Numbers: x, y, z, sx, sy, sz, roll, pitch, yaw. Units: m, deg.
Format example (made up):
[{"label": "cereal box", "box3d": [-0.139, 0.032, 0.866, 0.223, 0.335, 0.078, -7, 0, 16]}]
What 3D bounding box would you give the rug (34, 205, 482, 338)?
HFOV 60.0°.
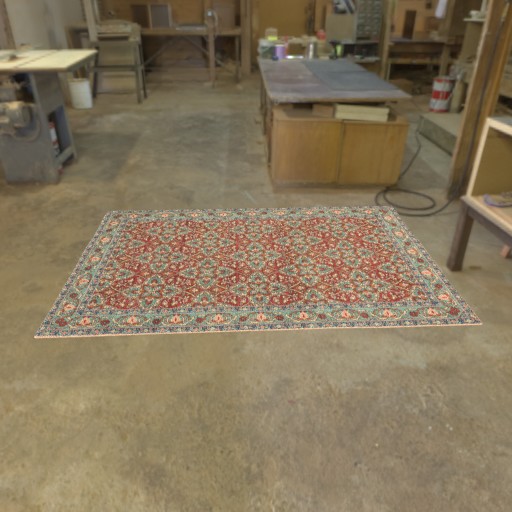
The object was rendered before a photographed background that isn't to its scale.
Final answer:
[{"label": "rug", "box3d": [0.000, 0.000, 2.325, 1.829, 0.009, 1.219, -1, 30, -2]}]
